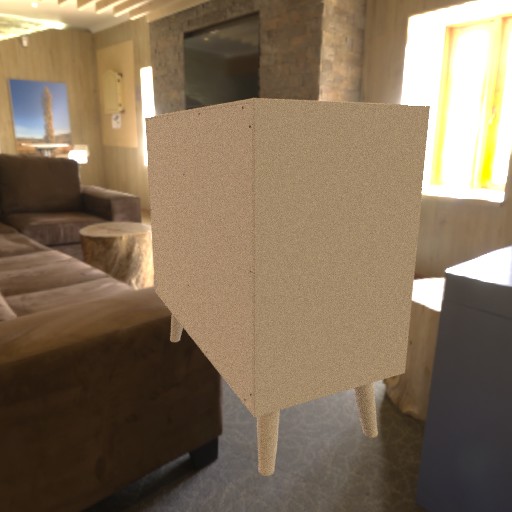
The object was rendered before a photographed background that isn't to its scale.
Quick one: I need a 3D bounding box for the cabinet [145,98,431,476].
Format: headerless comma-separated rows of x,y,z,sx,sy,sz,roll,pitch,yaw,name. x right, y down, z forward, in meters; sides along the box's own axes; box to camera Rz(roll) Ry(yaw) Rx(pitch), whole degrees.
0.000,0.000,1.237,0.398,0.761,0.800,-7,17,-25,cabinet
